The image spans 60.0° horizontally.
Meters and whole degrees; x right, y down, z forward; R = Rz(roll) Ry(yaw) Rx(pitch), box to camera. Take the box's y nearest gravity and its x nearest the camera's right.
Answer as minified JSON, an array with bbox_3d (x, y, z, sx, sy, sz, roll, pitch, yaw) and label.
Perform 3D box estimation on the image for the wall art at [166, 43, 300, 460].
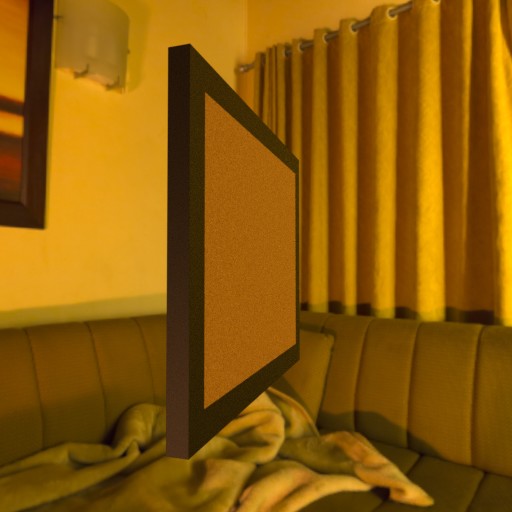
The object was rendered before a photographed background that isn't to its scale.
[{"bbox_3d":[0.000,0.000,0.758,0.028,0.460,0.561,-1,-2,18],"label":"wall art"}]
